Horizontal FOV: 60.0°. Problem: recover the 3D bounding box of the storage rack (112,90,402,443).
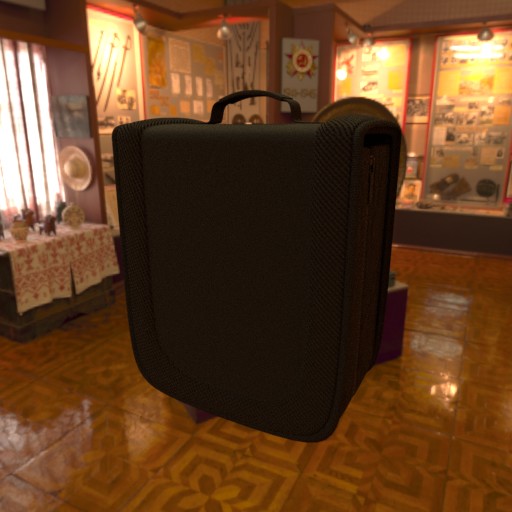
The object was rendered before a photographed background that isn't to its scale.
[{"bbox_3d":[0.000,0.000,0.554,0.297,0.387,0.168,9,18,28],"label":"storage rack"}]
